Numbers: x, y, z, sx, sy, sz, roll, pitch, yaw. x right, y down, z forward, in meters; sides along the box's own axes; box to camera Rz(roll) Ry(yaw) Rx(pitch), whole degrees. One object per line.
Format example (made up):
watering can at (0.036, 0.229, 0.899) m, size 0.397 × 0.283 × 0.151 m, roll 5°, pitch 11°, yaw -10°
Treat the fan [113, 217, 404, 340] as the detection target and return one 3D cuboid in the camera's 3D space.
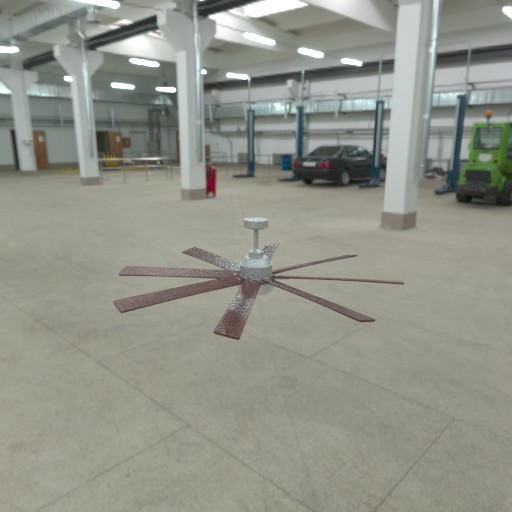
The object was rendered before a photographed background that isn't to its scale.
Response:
fan at (0.000, 0.000, 2.829) m, size 1.830 × 0.472 × 1.830 m, roll 2°, pitch 15°, yaw 8°
